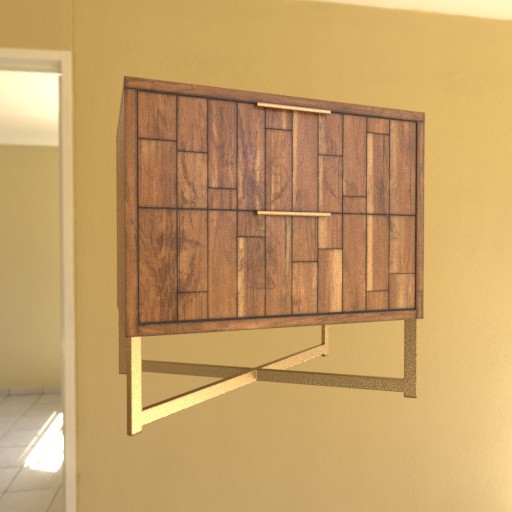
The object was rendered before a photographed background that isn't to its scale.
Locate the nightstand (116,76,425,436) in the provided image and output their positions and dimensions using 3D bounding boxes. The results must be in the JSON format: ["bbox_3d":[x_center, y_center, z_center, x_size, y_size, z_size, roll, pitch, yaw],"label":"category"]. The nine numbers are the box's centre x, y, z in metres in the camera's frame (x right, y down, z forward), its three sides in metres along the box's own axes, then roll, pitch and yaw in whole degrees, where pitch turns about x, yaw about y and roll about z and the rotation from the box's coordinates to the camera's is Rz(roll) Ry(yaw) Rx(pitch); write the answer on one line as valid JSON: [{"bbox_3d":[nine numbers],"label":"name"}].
[{"bbox_3d":[0.000,0.000,1.040,0.610,0.610,0.446,0,1,-19],"label":"nightstand"}]
